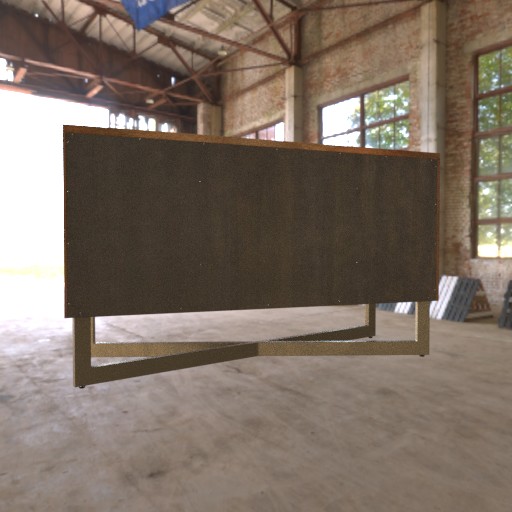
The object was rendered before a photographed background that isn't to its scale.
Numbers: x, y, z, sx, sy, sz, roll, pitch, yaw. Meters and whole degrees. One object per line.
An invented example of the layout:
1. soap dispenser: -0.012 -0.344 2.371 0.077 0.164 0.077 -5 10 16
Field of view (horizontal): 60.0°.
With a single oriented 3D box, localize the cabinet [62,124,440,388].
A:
1. cabinet: 0.000 0.000 1.774 1.373 0.812 0.480 0 1 -18
